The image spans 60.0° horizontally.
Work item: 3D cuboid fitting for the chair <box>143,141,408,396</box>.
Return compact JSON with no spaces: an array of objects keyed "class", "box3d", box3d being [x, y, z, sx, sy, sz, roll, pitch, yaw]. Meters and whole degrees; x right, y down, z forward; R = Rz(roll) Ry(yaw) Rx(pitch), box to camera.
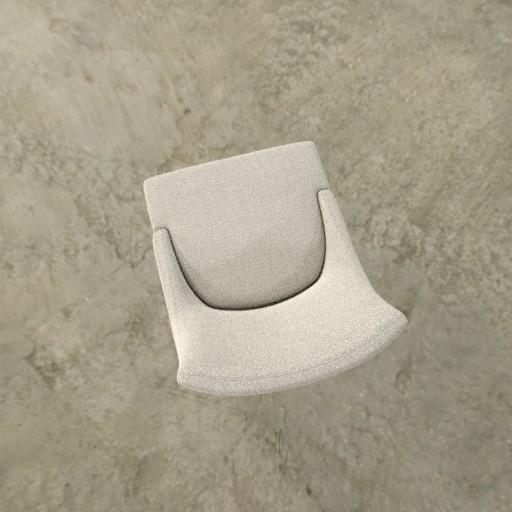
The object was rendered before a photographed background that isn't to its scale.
[{"class":"chair","box3d":[0.000,0.000,1.530,0.701,0.909,0.861,-14,76,-4]}]
